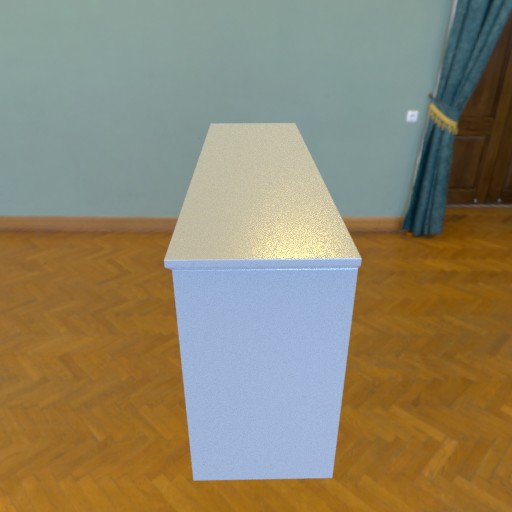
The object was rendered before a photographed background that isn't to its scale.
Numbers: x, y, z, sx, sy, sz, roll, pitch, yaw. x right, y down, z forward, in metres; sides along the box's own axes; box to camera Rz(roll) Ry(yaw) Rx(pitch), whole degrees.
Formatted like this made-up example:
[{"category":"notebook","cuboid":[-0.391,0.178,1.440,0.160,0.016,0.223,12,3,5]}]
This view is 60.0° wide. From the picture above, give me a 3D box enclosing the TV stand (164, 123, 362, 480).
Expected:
[{"category":"TV stand","cuboid":[0.000,0.000,1.424,0.344,0.603,1.167,-1,28,-1]}]
